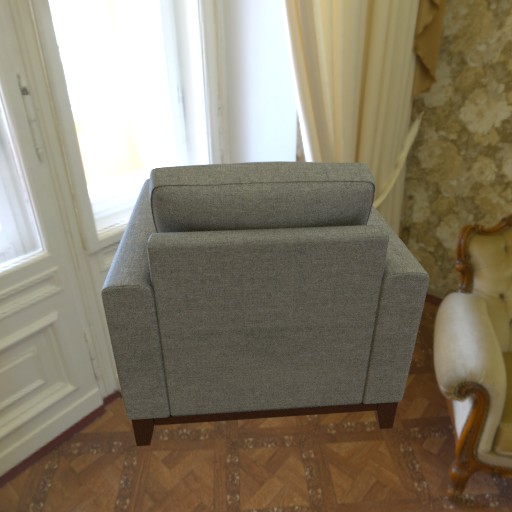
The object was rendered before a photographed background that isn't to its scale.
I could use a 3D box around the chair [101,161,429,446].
[{"bbox_3d":[0.000,0.000,1.895,1.024,1.010,1.038,-2,29,-4],"label":"chair"}]
